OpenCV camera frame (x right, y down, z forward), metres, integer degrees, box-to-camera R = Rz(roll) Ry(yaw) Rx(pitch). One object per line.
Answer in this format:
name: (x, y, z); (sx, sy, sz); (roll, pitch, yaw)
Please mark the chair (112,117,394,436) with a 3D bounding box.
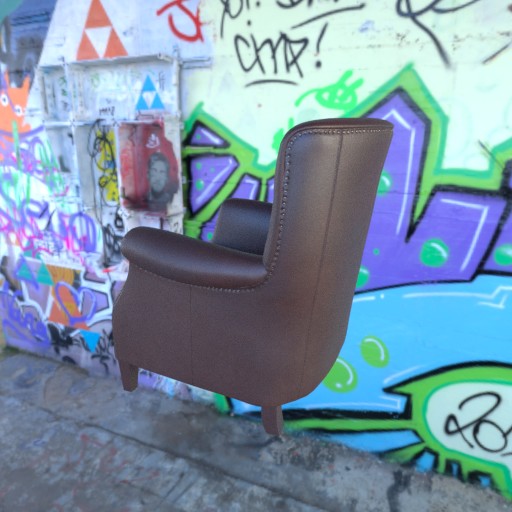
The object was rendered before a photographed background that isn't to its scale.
chair: (0.000, 0.000, 1.355); (0.746, 0.800, 0.700); (7, 18, 24)
